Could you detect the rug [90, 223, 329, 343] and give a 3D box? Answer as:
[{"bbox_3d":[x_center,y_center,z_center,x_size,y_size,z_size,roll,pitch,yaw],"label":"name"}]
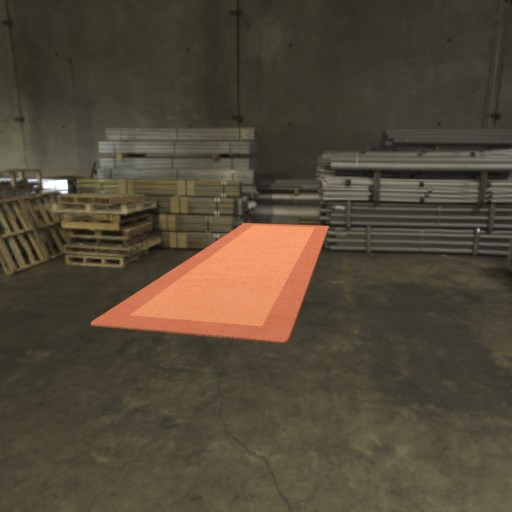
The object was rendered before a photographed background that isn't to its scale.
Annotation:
[{"bbox_3d":[0.000,0.000,2.736,0.914,0.013,2.471,2,13,8],"label":"rug"}]
